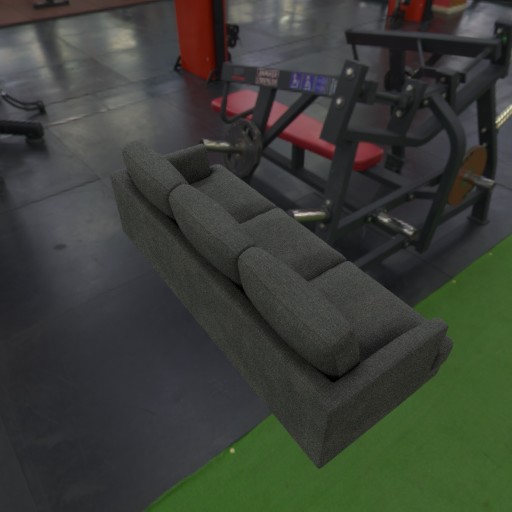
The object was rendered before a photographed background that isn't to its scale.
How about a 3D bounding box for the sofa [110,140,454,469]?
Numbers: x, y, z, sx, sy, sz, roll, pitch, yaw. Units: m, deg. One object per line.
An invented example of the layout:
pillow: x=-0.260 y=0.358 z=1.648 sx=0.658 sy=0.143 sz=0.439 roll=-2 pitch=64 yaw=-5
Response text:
sofa: x=0.000 y=0.000 z=2.713 sx=0.903 sy=0.930 sz=2.246 roll=-26 pitch=47 yaw=-26
